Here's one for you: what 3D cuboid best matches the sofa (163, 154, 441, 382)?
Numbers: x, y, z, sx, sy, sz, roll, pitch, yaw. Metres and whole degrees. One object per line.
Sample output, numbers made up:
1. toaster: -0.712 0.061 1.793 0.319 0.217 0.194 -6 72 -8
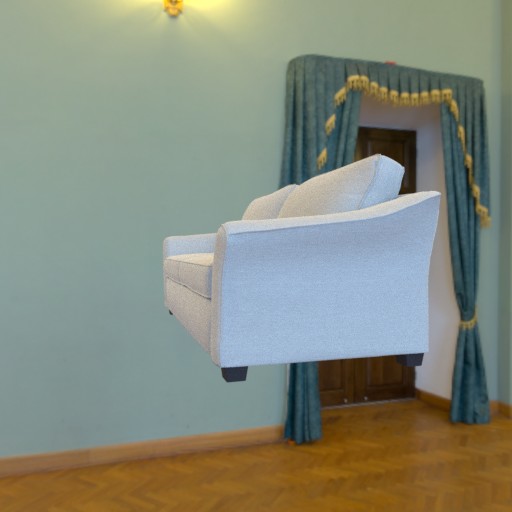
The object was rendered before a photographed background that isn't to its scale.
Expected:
1. sofa: 0.000 0.000 2.803 0.980 0.965 2.270 0 1 -17
